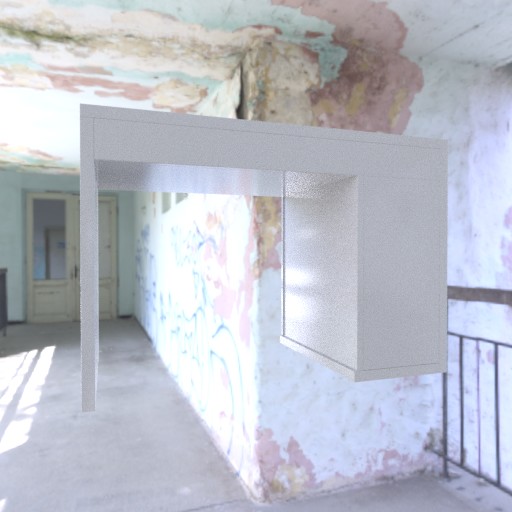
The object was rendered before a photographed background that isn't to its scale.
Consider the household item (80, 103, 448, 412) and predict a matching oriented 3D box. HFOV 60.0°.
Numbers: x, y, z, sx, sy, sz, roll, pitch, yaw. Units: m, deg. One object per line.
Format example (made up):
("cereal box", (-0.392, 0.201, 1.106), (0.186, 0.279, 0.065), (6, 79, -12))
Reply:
("household item", (0.000, 0.000, 1.532), (1.100, 0.749, 0.597), (0, 1, -19))
